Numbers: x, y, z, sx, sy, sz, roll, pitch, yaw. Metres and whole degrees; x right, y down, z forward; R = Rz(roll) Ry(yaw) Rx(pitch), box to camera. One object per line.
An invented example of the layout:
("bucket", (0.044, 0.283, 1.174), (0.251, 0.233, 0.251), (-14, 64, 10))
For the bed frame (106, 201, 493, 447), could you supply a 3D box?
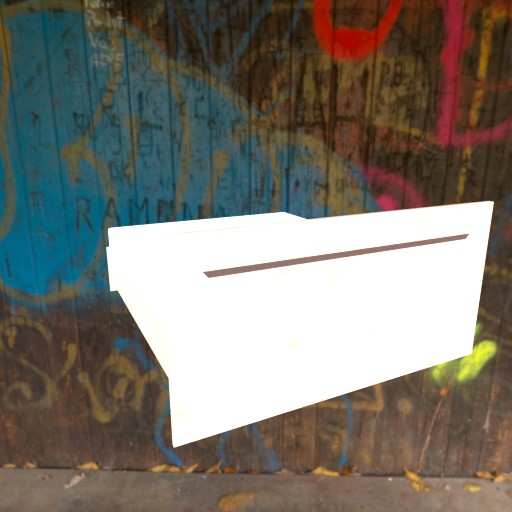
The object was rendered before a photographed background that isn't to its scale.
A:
("bed frame", (0.000, 0.000, 2.997), (1.800, 0.900, 2.080), (-8, 17, -25))
